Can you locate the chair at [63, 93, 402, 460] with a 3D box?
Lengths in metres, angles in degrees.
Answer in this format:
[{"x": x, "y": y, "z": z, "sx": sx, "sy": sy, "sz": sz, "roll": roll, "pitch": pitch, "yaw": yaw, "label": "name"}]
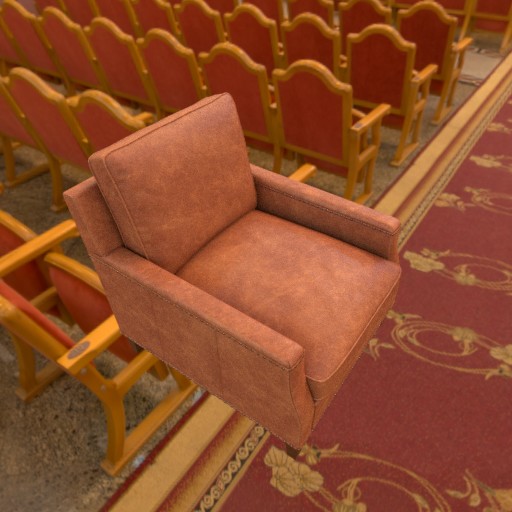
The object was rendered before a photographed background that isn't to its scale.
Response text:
[{"x": 0.000, "y": 0.000, "z": 1.745, "sx": 1.014, "sy": 0.943, "sz": 0.853, "roll": 25, "pitch": 47, "yaw": 26, "label": "chair"}]
